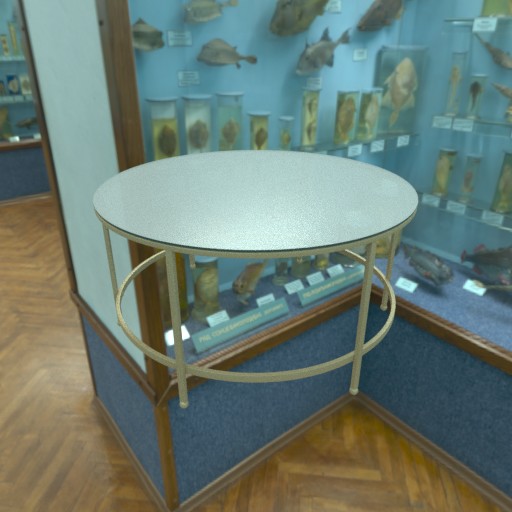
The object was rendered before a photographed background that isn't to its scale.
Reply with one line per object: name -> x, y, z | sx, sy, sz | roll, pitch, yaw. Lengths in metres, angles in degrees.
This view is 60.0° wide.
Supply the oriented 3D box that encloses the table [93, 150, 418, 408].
table -> 0.000, 0.000, 1.411 | 0.914, 0.470, 0.914 | 0, 26, 0
